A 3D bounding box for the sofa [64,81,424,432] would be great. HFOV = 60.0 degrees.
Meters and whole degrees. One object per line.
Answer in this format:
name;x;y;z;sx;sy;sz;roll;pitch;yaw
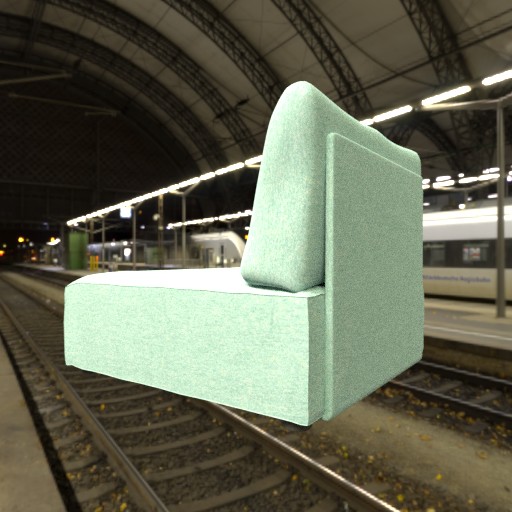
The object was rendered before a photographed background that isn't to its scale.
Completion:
sofa;0.000;0.000;1.644;1.000;0.820;0.930;0;0;36
